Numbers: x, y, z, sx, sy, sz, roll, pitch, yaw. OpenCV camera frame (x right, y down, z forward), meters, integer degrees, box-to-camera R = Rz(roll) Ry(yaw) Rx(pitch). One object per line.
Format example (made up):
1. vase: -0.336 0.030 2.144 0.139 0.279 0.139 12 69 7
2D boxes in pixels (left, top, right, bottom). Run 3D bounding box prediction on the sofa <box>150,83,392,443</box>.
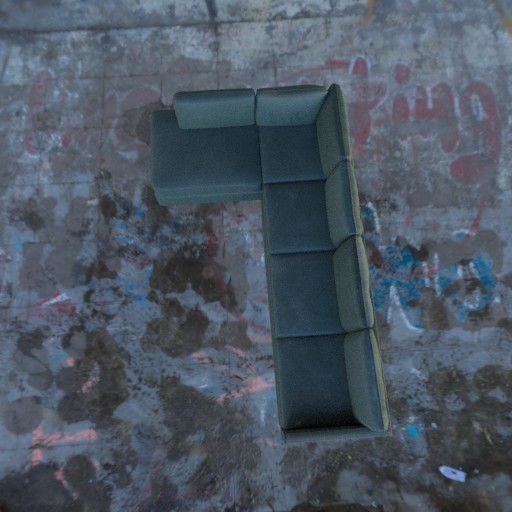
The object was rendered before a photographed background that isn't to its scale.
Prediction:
1. sofa: 0.000 0.000 4.347 2.048 0.996 3.384 -4 74 -1
